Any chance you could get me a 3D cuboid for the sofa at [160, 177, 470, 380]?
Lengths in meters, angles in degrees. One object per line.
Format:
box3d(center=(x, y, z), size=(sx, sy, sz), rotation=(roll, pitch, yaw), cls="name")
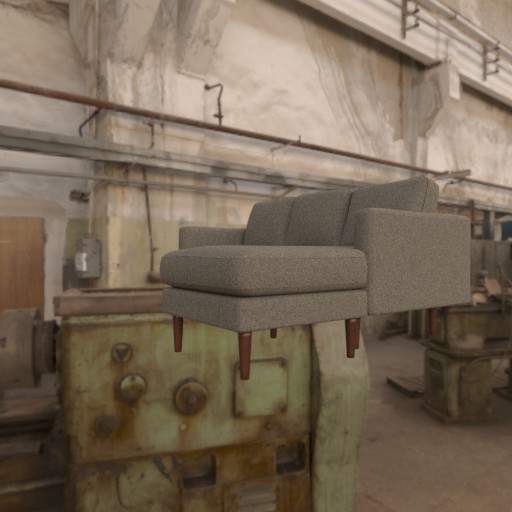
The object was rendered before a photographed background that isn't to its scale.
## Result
box3d(center=(0.000, 0.000, 2.954), size=(1.667, 0.957, 2.055), rotation=(0, 1, -36), cls="sofa")
